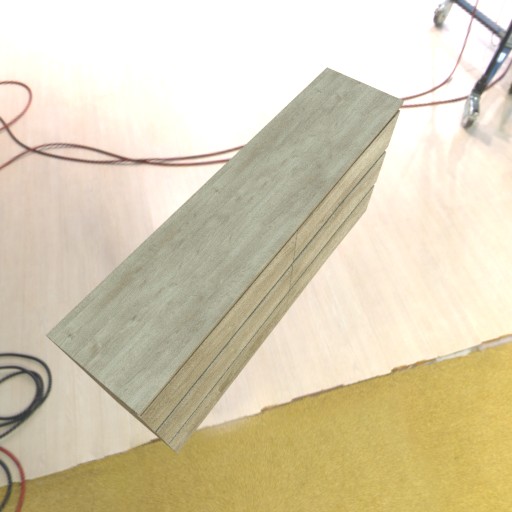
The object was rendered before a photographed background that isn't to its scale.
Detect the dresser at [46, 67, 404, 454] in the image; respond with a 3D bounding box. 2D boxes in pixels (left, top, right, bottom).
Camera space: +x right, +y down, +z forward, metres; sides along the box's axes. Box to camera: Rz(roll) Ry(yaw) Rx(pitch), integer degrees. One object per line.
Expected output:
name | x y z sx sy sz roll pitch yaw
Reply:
dresser | 0.000 0.000 1.929 0.390 0.795 1.590 32 63 18
